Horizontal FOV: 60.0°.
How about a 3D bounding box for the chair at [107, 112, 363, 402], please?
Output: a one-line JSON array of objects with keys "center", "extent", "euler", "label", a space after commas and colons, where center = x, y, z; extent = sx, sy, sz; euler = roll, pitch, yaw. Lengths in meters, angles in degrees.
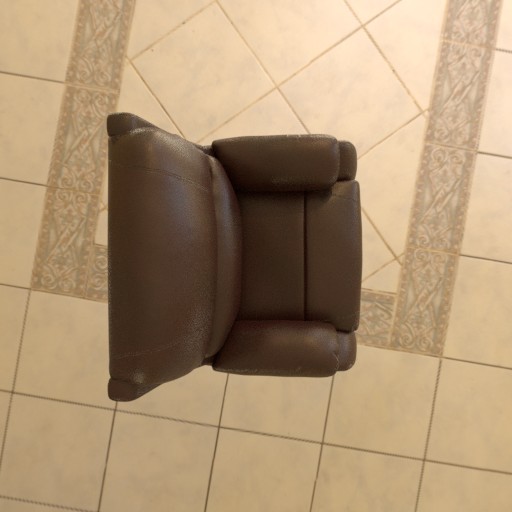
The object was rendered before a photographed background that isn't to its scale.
[{"center": [0.000, 0.000, 1.719], "extent": [0.899, 1.011, 0.930], "euler": [0, 91, -1], "label": "chair"}]
